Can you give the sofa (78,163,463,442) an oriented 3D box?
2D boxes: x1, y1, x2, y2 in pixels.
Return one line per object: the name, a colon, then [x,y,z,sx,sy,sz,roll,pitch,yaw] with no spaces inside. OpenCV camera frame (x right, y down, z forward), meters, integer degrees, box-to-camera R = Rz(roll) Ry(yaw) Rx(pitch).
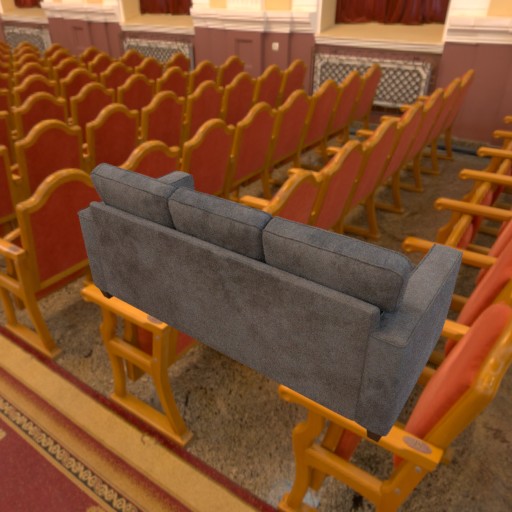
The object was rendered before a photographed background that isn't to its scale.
sofa: [0.000,0.000,2.671,2.133,0.965,0.939,20,37,30]
